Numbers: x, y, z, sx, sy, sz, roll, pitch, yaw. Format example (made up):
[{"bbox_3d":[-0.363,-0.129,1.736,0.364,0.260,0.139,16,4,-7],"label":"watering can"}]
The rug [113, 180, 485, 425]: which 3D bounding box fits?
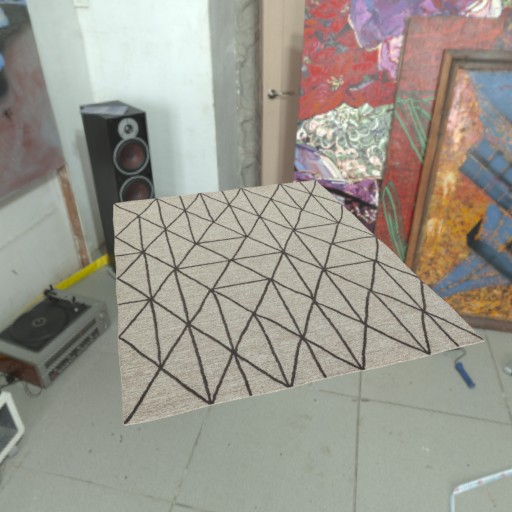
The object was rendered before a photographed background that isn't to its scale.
[{"bbox_3d":[0.000,0.000,4.030,2.468,0.022,3.061,-9,33,-14],"label":"rug"}]
